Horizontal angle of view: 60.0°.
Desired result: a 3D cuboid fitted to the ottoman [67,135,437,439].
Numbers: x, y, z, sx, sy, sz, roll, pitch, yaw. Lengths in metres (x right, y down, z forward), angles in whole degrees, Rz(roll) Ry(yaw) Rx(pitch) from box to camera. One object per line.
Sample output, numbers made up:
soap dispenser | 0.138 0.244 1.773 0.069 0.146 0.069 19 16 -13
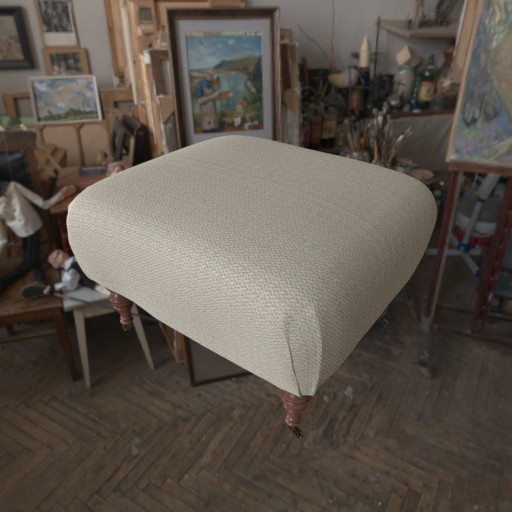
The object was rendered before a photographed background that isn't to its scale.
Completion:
ottoman | 0.000 0.000 1.093 0.684 0.447 0.622 22 38 31
